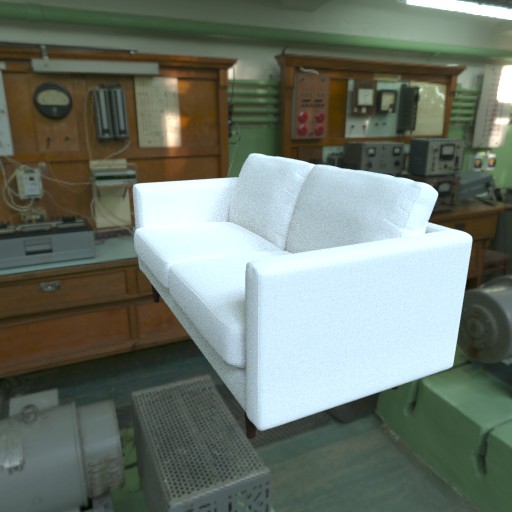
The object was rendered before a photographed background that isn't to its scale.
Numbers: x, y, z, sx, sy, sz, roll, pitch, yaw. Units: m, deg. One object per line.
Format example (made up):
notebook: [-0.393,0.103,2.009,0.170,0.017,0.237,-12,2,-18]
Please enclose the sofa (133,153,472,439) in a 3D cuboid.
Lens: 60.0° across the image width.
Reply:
sofa: [0.000,0.000,2.212,0.940,0.893,1.713,-8,19,-25]
